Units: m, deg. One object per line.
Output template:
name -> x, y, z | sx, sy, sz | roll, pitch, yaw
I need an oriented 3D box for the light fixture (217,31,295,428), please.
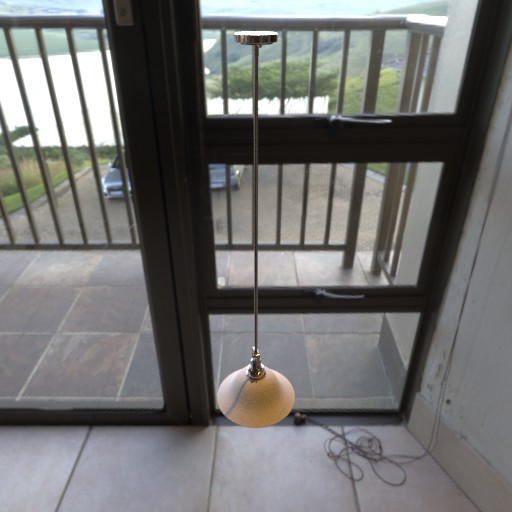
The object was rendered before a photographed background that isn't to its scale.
light fixture -> 0.000, 0.000, 1.504 | 0.324, 1.354, 0.324 | -9, 32, -15
